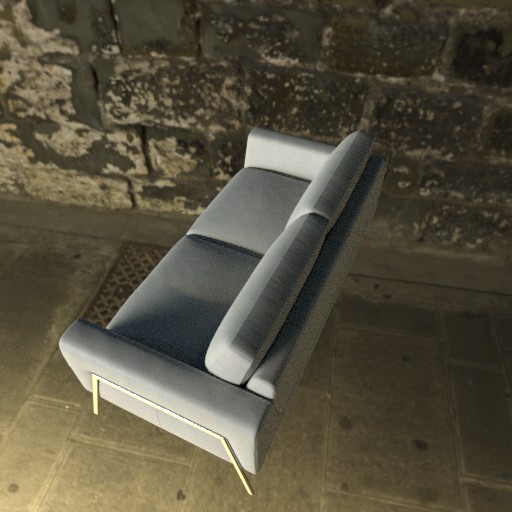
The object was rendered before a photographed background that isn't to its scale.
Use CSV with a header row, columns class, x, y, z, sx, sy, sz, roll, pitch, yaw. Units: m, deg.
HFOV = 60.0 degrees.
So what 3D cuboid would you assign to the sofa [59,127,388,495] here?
class,x,y,z,sx,sy,sz,roll,pitch,yaw
sofa,0.000,0.000,2.496,0.953,0.875,2.017,19,49,17
